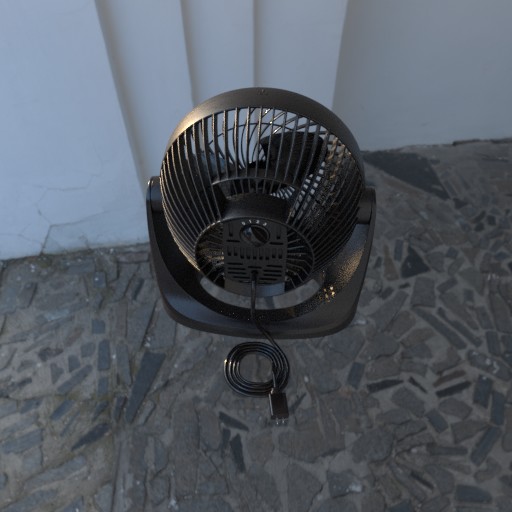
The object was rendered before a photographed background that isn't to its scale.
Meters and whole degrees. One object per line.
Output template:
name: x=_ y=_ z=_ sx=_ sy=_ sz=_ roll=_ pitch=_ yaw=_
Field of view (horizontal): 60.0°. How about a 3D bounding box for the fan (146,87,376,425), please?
fan: x=0.000 y=0.000 z=0.477 sx=0.273 sy=0.277 sz=0.256 roll=3 pitch=47 yaw=3
